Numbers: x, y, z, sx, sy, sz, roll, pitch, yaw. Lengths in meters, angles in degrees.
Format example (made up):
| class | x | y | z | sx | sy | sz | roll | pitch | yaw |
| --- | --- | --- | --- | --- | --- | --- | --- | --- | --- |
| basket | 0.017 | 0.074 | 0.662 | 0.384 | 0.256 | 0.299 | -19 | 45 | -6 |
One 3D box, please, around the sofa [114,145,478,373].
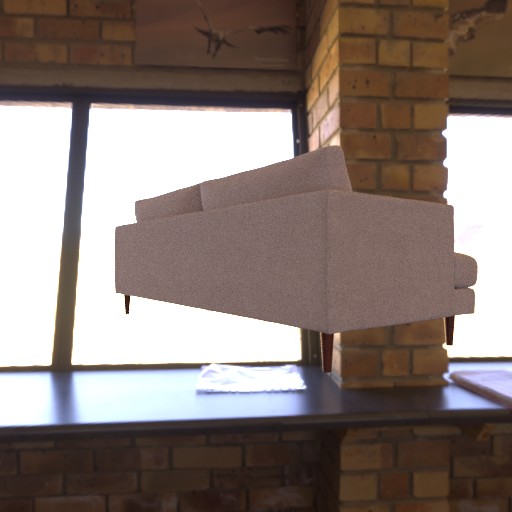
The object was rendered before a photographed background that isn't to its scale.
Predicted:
| class | x | y | z | sx | sy | sz | roll | pitch | yaw |
| --- | --- | --- | --- | --- | --- | --- | --- | --- | --- |
| sofa | 0.000 | 0.000 | 2.734 | 1.020 | 0.868 | 2.250 | 0 | 0 | -36 |
